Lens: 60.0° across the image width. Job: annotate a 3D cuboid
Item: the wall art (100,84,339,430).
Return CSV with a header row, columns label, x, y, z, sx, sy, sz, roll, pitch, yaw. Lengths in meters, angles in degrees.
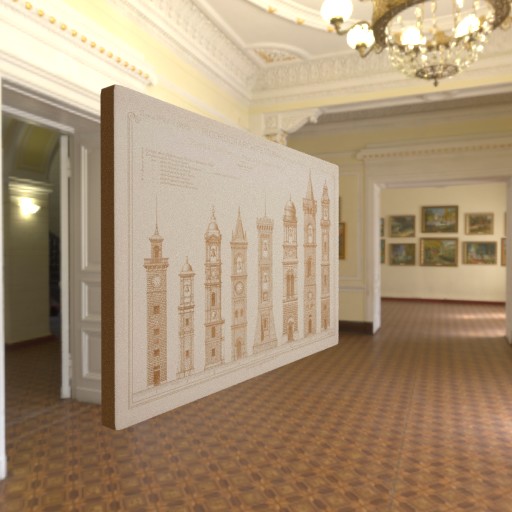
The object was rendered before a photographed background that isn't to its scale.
label,x,y,z,sx,sy,sz,roll,pitch,yaw
wall art,0.000,0.000,0.482,0.019,0.254,0.380,0,1,35
